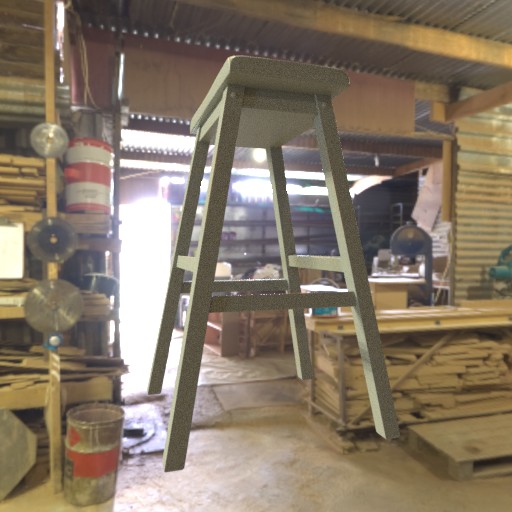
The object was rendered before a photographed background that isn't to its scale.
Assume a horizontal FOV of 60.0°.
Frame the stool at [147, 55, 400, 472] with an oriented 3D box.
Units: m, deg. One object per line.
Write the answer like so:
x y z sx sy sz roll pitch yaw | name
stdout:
0.000 0.000 1.046 0.476 0.737 0.457 0 1 -17 | stool
